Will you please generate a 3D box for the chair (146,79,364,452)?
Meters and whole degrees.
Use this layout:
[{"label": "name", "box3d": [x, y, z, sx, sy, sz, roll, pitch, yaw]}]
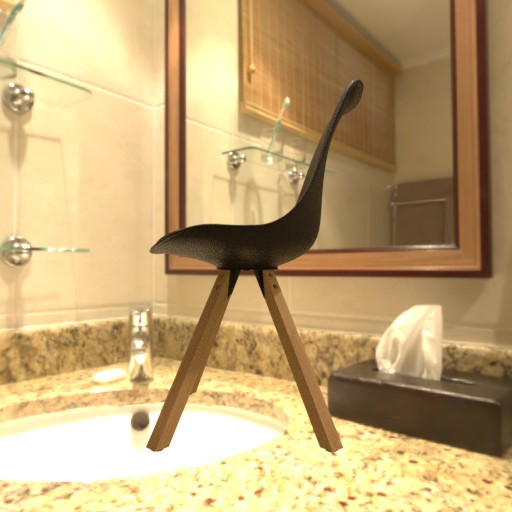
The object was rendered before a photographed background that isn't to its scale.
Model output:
[{"label": "chair", "box3d": [0.000, 0.000, 1.178, 0.549, 0.850, 0.485, 0, -1, 0]}]
